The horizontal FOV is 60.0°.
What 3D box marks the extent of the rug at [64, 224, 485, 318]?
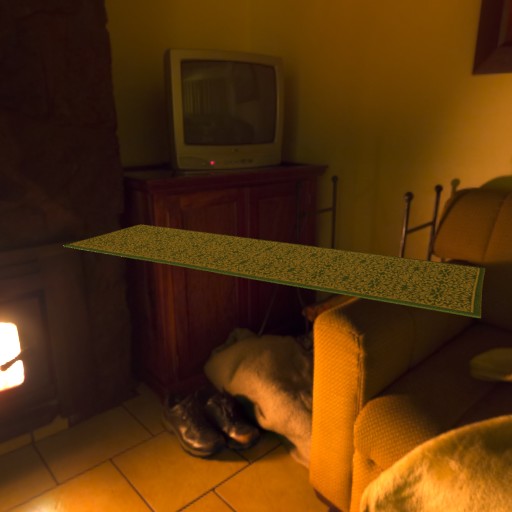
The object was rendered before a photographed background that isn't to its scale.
[{"bbox_3d":[0.000,0.000,2.385,2.196,0.011,0.662,8,18,26],"label":"rug"}]
